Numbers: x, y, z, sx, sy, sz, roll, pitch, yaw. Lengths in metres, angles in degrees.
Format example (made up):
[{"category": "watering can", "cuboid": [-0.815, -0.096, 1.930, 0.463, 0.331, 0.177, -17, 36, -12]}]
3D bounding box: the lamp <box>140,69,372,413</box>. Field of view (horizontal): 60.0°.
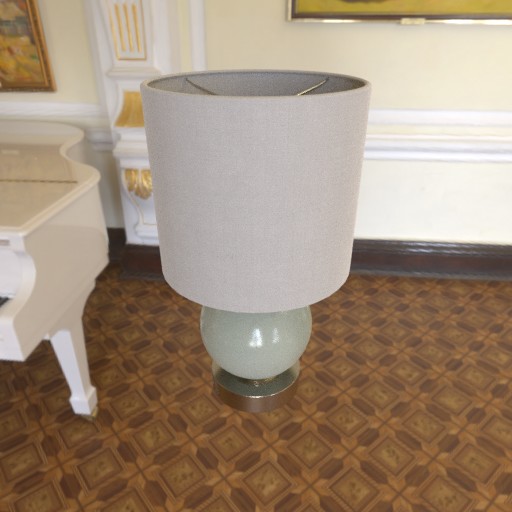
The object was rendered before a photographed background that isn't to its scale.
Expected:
[{"category": "lamp", "cuboid": [0.000, 0.000, 0.475, 0.201, 0.353, 0.201, 9, 29, 16]}]
